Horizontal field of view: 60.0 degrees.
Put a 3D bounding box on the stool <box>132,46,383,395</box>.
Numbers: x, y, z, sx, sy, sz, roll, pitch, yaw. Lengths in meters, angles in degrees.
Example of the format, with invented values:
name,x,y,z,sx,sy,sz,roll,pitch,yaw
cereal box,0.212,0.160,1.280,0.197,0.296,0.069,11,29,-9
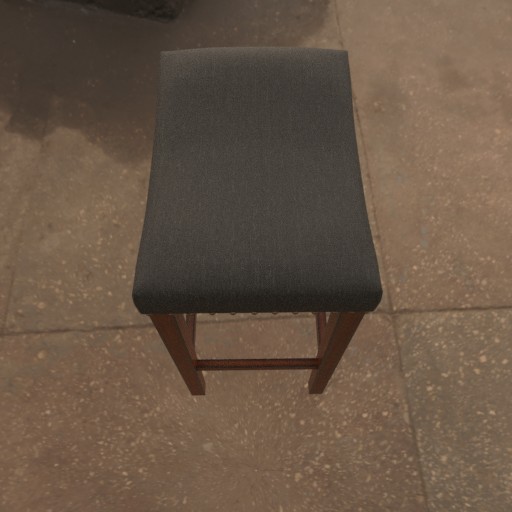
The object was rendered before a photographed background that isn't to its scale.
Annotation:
name,x,y,z,sx,sy,sz,roll,pitch,yaw
stool,0.000,0.000,1.016,0.366,0.760,0.502,-1,64,0
